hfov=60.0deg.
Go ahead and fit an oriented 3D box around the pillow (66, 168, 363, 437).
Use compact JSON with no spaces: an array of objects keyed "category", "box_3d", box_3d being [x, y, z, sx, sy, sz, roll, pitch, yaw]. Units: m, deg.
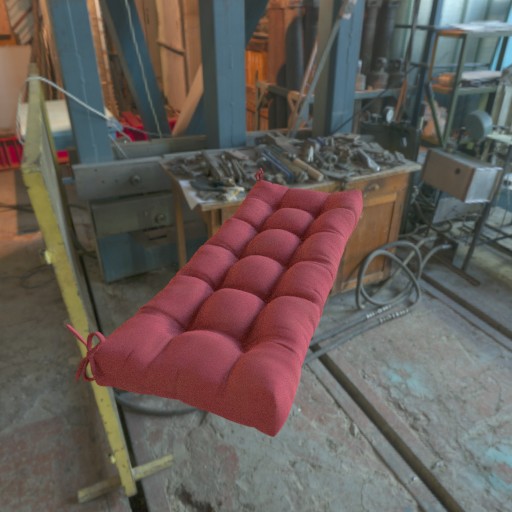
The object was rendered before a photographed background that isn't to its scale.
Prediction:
[{"category":"pillow","box_3d":[0.000,0.000,1.364,0.511,0.174,1.194,10,32,17]}]
